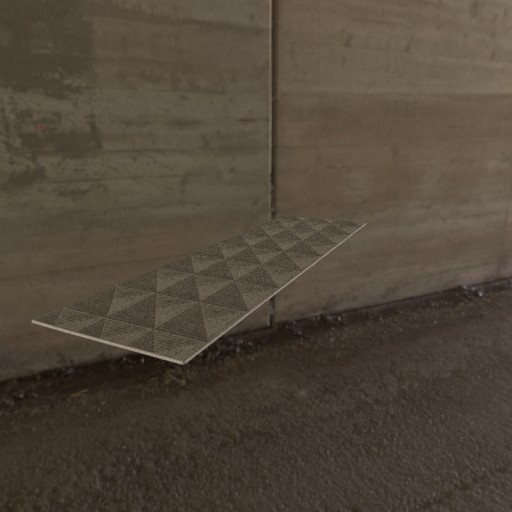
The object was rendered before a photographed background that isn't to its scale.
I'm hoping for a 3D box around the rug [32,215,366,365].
[{"bbox_3d":[0.000,0.000,2.327,0.645,0.015,2.182,8,18,26],"label":"rug"}]
